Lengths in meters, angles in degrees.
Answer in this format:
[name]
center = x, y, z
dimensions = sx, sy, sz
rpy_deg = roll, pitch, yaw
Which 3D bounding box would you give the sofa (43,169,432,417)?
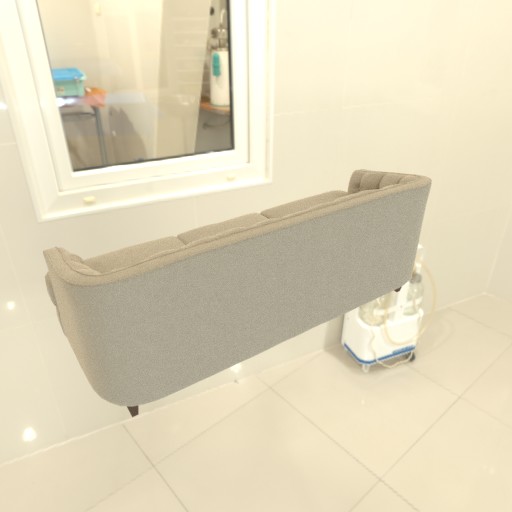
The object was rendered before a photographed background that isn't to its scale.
[sofa]
center = 0.000, 0.000, 2.720
dimensions = 2.278, 0.855, 0.941
rpy_deg = -19, 34, -29
